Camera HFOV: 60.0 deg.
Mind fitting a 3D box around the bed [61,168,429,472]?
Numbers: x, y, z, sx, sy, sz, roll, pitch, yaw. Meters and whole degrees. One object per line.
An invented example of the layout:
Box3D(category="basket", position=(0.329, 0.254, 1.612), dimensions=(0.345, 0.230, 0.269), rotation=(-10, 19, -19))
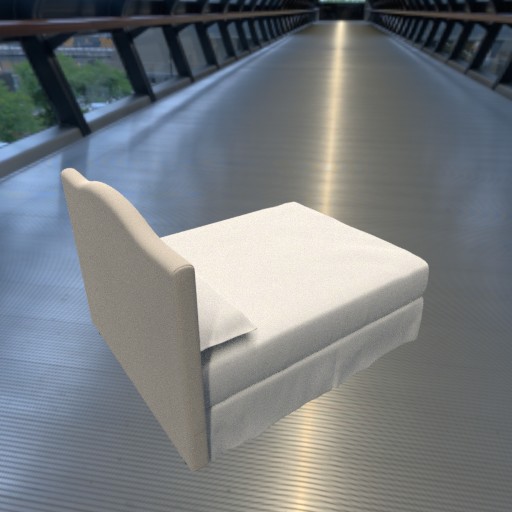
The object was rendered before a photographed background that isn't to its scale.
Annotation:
Box3D(category="bed", position=(0.000, 0.000, 3.316), dimensions=(2.143, 1.460, 1.753), rotation=(-19, 33, -31))
